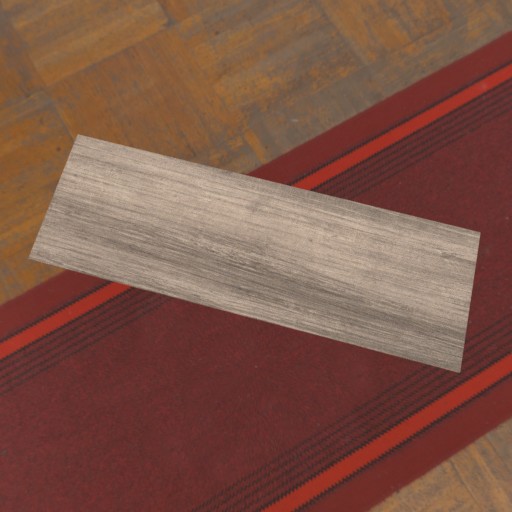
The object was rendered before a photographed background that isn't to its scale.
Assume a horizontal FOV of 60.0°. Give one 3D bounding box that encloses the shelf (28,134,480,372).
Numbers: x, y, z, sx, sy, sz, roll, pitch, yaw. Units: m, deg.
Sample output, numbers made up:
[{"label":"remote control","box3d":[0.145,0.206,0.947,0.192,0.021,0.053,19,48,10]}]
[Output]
[{"label":"shelf","box3d":[0.000,0.000,0.688,0.610,0.125,0.200,14,76,4]}]
